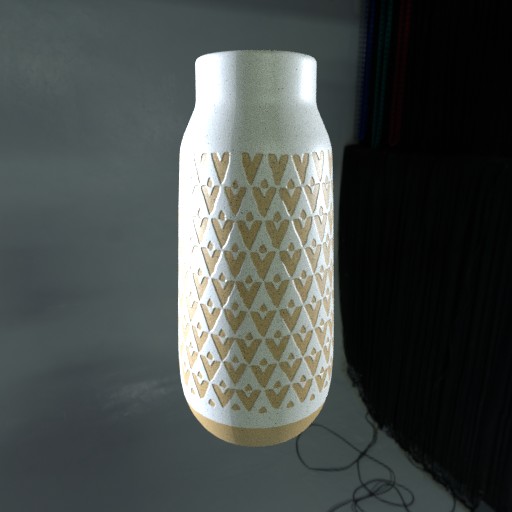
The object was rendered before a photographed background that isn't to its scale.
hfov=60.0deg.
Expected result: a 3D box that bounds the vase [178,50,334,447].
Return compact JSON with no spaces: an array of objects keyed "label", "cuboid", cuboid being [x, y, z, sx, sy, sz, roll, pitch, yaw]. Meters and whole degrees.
[{"label":"vase","cuboid":[0.000,0.000,0.375,0.137,0.307,0.137,0,16,0]}]
